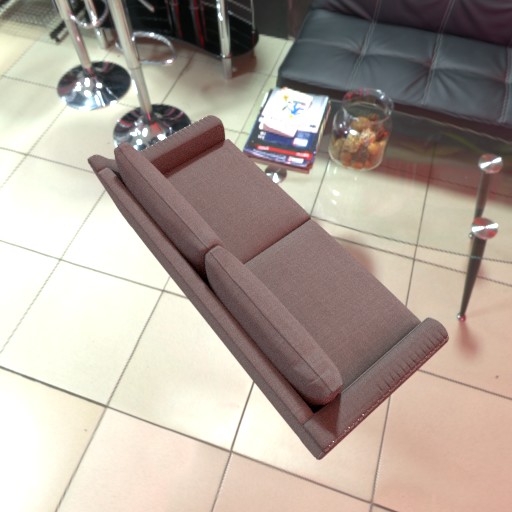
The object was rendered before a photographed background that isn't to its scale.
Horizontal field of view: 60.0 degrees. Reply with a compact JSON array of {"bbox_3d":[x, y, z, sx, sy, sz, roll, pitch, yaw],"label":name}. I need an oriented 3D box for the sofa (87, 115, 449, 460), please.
[{"bbox_3d":[0.000,0.000,2.759,1.000,0.857,2.208,-34,65,-19],"label":"sofa"}]
